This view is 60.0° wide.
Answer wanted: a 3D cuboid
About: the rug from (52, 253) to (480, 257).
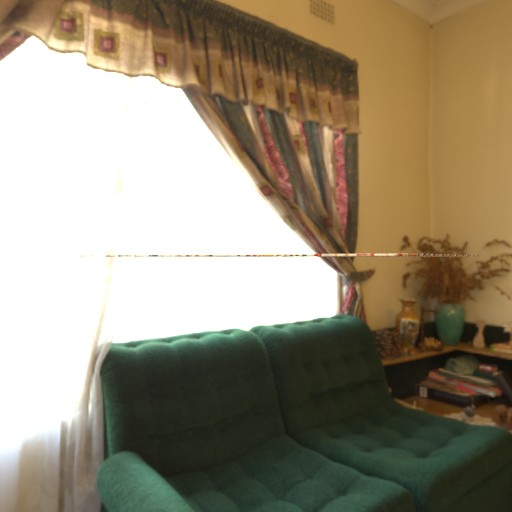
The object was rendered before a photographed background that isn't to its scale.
[{"bbox_3d":[0.000,0.000,3.083,2.584,0.010,1.523,0,0,35],"label":"rug"}]
